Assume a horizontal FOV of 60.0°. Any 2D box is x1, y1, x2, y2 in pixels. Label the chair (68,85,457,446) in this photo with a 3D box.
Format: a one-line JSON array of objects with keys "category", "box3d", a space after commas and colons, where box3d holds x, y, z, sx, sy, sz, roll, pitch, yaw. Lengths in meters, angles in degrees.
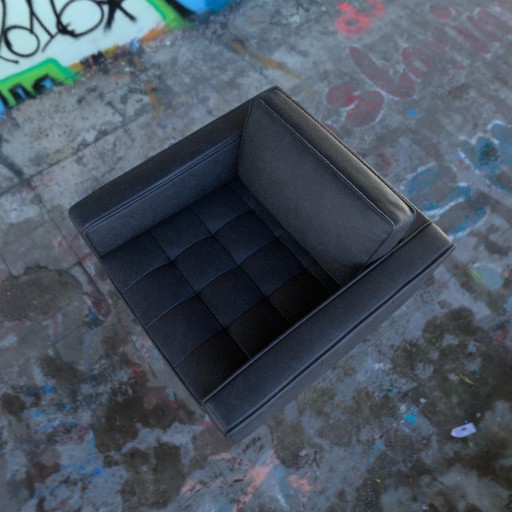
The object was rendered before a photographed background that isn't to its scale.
[{"category": "chair", "box3d": [0.000, 0.000, 1.565, 0.914, 0.763, 0.889, -35, 69, -16]}]
